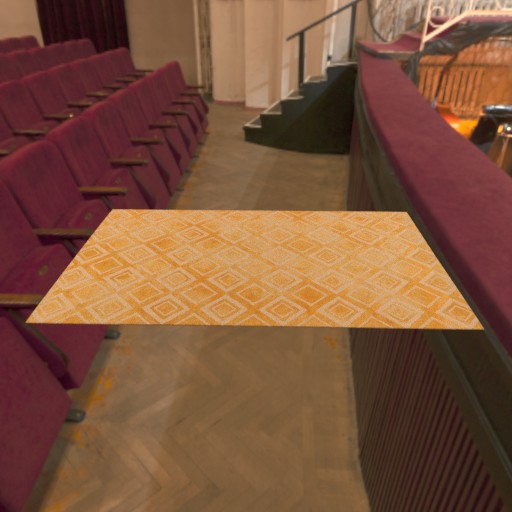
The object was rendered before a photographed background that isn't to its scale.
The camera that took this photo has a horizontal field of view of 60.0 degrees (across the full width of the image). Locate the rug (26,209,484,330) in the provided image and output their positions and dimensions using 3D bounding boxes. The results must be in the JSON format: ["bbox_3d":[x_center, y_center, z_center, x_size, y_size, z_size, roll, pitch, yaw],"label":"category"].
[{"bbox_3d":[0.000,0.000,2.990,2.424,0.010,1.511,1,29,1],"label":"rug"}]
